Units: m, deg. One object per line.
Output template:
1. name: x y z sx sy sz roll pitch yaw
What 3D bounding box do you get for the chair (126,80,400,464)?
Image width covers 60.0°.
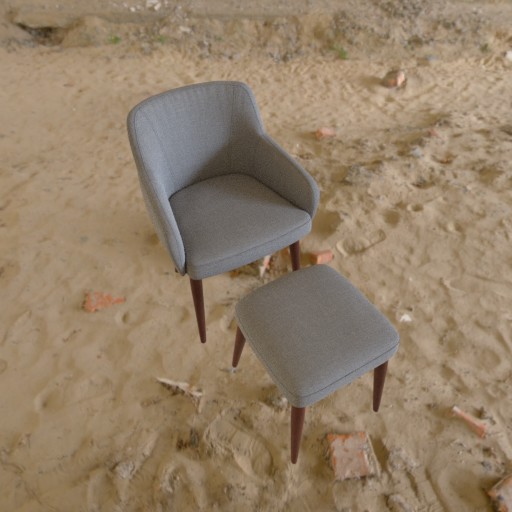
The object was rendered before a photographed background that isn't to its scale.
1. chair: 0.000 0.000 1.559 0.584 0.799 1.107 -23 50 -21
